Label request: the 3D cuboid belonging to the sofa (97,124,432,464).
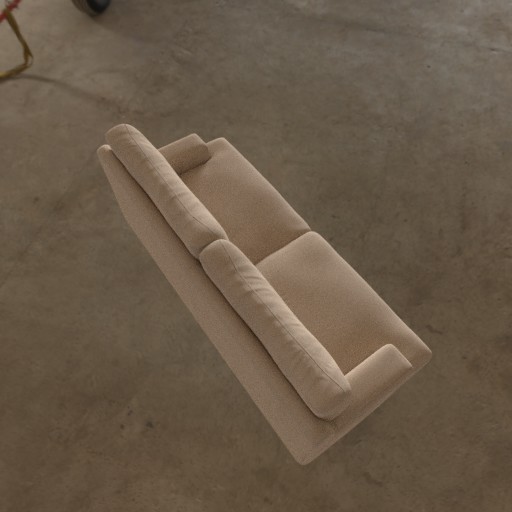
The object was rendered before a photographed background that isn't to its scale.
[{"bbox_3d":[0.000,0.000,2.690,0.929,0.925,2.147,-31,63,-18],"label":"sofa"}]
